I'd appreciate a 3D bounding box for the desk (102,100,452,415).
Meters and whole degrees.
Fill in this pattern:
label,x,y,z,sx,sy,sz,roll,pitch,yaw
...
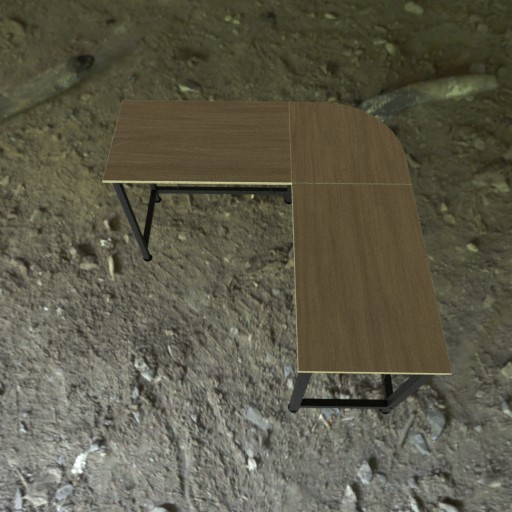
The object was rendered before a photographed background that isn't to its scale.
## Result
label,x,y,z,sx,sy,sz,roll,pitch,yaw
desk,0.000,0.000,2.250,1.400,0.762,1.400,1,59,0
